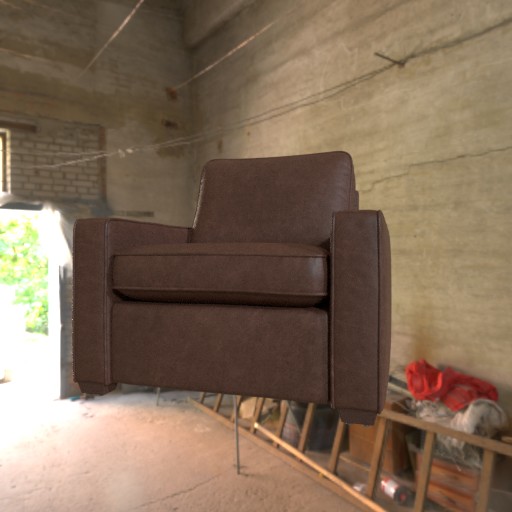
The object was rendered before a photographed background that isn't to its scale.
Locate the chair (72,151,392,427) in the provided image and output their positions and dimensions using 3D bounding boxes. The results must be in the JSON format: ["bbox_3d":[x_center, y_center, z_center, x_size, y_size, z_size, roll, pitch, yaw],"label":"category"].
[{"bbox_3d":[0.000,0.000,1.742,1.017,0.919,0.940,0,0,18],"label":"chair"}]
